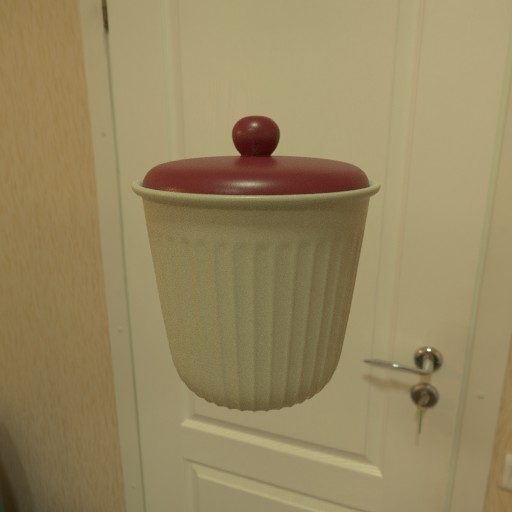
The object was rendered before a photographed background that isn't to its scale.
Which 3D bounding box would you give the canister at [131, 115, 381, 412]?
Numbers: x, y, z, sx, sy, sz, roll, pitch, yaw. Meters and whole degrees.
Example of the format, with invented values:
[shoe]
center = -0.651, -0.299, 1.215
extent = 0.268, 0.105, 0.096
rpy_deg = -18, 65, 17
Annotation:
[canister]
center = 0.000, 0.000, 0.348
extent = 0.181, 0.211, 0.181
rpy_deg = 0, 15, 0
